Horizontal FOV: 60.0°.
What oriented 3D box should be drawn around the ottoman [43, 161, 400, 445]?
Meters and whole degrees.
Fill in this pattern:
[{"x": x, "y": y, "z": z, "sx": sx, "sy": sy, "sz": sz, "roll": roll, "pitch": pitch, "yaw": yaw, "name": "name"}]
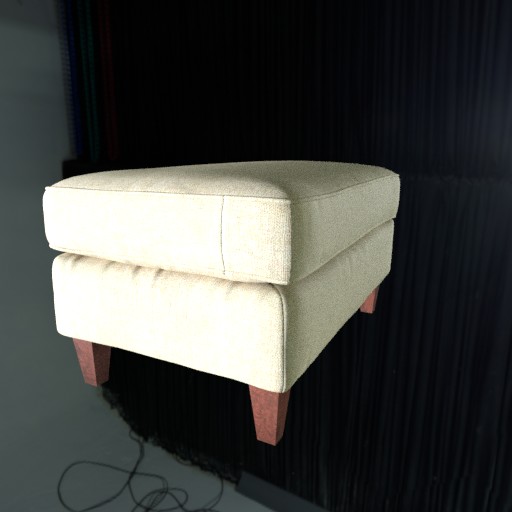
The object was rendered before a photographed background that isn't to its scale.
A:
[{"x": 0.000, "y": 0.000, "z": 1.181, "sx": 0.583, "sy": 0.484, "sz": 0.862, "roll": 7, "pitch": 16, "yaw": 27, "name": "ottoman"}]
